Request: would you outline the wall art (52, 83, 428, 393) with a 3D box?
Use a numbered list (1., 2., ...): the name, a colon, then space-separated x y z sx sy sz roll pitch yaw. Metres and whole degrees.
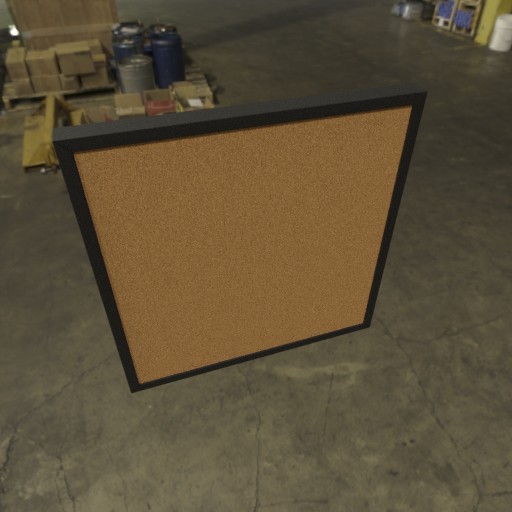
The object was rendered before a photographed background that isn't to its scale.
1. wall art: 0.000 0.000 0.747 0.508 0.508 0.037 -12 41 -14
